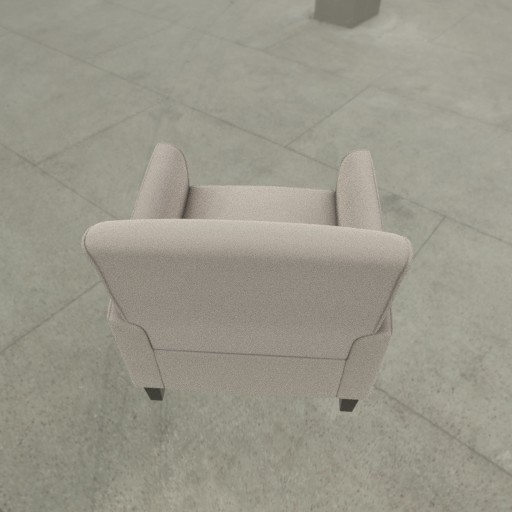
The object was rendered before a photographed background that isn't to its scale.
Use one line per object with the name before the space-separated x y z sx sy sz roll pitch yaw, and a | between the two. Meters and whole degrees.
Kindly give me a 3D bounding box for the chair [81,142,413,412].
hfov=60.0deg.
chair | 0.000 0.000 1.546 0.820 0.915 0.820 3 46 2
